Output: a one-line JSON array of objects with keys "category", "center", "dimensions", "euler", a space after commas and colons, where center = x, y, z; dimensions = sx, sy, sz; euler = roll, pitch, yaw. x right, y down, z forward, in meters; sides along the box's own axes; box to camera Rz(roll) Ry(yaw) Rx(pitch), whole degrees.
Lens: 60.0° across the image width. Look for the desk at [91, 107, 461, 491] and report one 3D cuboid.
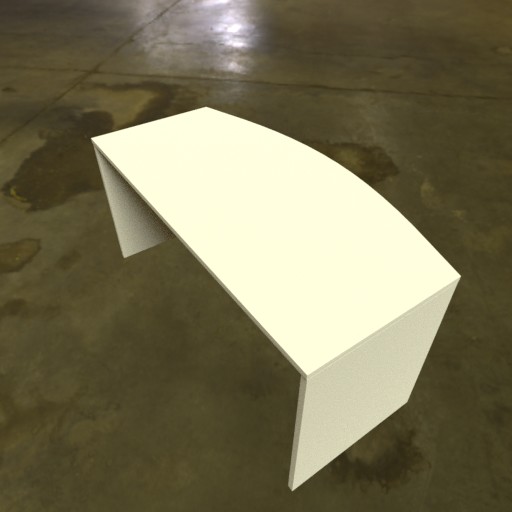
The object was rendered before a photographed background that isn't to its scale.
[{"category": "desk", "center": [0.000, 0.000, 2.046], "dimensions": [0.802, 0.750, 1.600], "euler": [-25, 47, -25]}]
